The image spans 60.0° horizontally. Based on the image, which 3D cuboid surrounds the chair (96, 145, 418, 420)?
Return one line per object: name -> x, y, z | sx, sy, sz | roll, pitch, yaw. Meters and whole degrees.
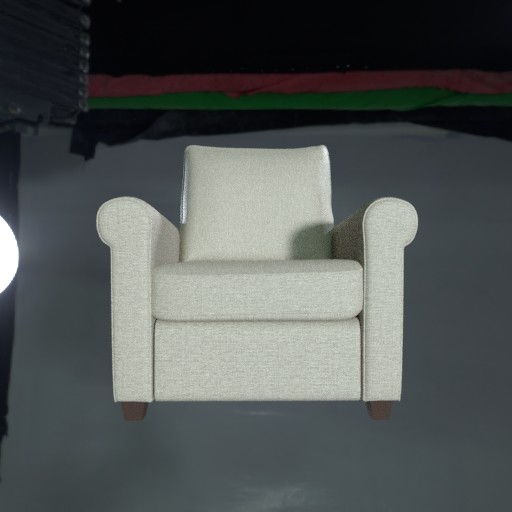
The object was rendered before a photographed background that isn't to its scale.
chair -> 0.000, 0.000, 2.315 | 1.275, 1.349, 1.180 | 0, -1, -1
